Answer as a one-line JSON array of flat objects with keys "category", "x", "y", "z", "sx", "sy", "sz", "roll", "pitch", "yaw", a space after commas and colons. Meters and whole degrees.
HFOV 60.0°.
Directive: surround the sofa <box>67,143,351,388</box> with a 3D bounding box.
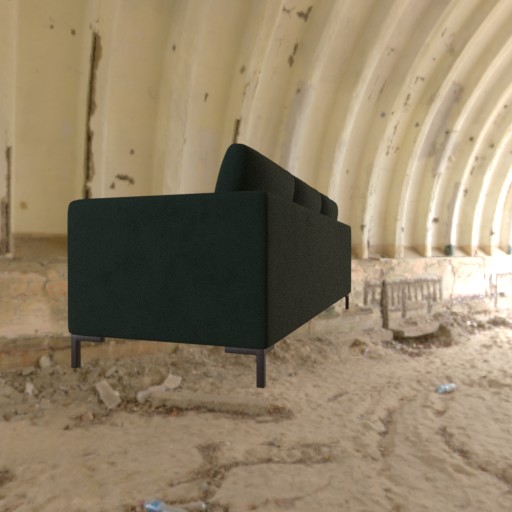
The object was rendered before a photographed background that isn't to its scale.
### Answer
[{"category": "sofa", "x": 0.000, "y": 0.000, "z": 2.655, "sx": 0.859, "sy": 0.870, "sz": 2.218, "roll": 0, "pitch": 1, "yaw": 19}]
